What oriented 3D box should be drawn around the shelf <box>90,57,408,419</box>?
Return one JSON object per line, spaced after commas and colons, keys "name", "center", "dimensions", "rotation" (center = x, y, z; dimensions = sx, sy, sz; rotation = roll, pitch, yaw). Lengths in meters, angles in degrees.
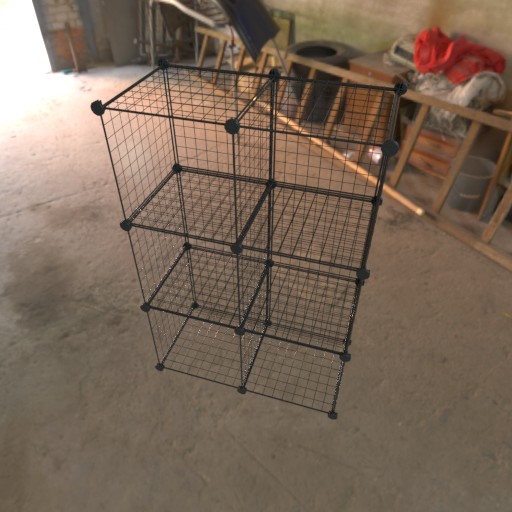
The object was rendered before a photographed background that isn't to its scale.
{"name": "shelf", "center": [0.000, 0.000, 1.436], "dimensions": [0.711, 1.067, 0.356], "rotation": [12, 42, 13]}
